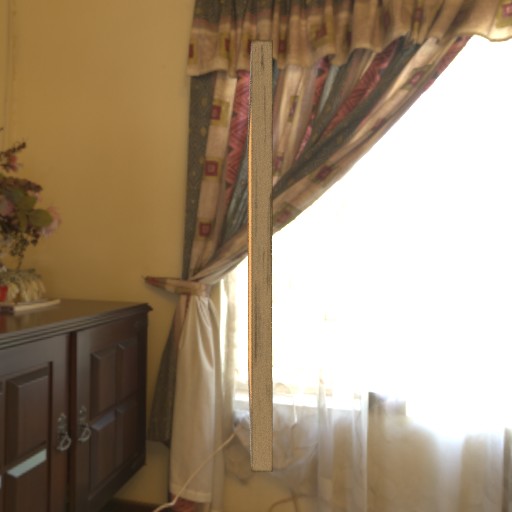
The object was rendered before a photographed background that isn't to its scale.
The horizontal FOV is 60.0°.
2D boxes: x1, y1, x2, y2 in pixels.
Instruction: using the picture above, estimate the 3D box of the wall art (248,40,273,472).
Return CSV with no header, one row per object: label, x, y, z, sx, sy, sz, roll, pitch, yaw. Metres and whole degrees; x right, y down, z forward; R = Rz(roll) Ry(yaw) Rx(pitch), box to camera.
wall art,0.000,0.000,1.160,0.037,0.761,0.761,0,0,-2
